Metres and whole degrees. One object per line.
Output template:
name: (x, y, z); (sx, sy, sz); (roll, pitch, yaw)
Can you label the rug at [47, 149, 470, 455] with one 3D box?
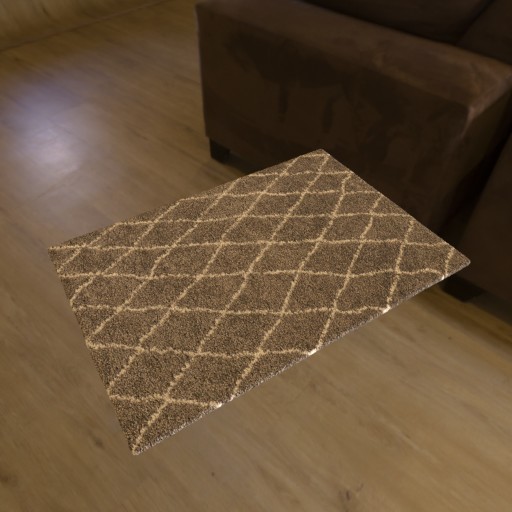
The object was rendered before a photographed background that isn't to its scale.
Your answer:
rug: (0.000, 0.000, 2.248); (1.778, 0.030, 1.219); (-24, 50, -22)
